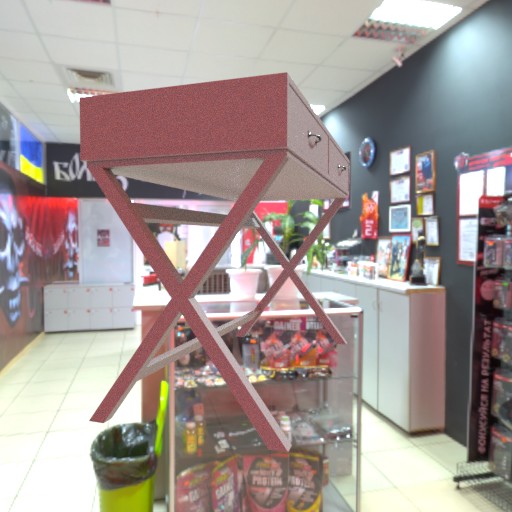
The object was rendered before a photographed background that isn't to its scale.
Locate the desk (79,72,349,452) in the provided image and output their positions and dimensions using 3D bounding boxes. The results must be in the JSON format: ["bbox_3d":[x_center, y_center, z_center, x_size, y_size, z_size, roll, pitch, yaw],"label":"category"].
[{"bbox_3d":[0.000,0.000,1.476,0.525,0.780,1.057,1,2,18],"label":"desk"}]
